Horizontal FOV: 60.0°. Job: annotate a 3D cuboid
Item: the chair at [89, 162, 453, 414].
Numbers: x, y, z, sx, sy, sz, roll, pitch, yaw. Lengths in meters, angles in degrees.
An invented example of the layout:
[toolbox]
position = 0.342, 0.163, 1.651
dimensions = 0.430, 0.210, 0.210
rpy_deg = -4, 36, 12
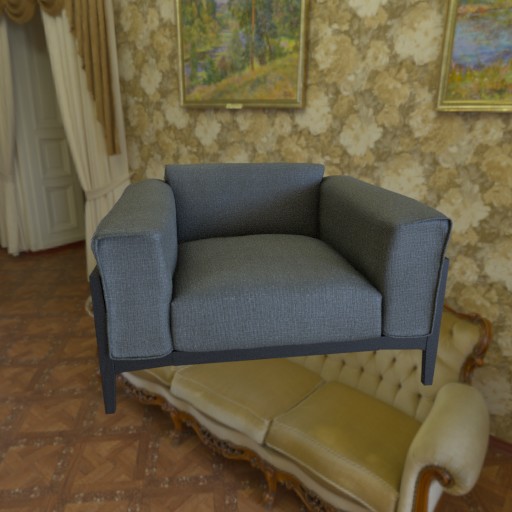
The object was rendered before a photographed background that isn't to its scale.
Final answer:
[chair]
position = 0.000, 0.000, 1.712
dimensions = 1.056, 0.646, 0.969
rpy_deg = -3, 18, -8
